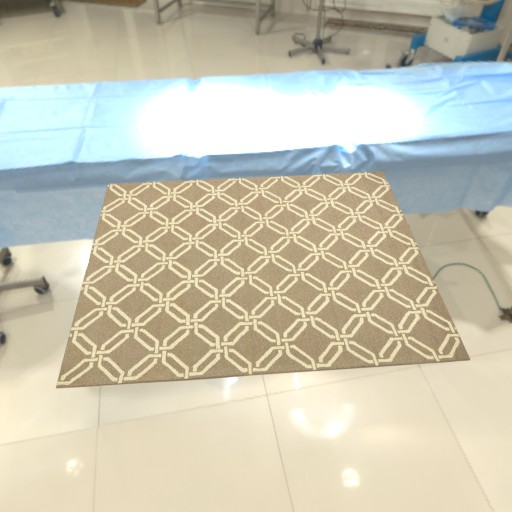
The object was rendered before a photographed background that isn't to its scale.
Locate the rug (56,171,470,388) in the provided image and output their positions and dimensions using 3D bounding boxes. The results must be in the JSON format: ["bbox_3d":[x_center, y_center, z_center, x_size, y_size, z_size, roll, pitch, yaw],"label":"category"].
[{"bbox_3d":[0.000,0.000,3.870,2.895,0.018,2.288,-3,46,-3],"label":"rug"}]
